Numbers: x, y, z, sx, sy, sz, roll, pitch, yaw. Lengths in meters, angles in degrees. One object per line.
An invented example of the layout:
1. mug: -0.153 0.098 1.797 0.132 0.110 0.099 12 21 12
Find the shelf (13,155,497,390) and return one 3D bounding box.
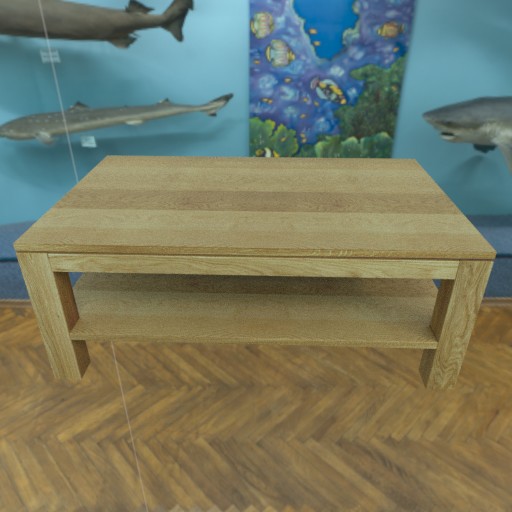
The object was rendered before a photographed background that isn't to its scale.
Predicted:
1. shelf: 0.000 0.000 1.466 1.150 0.450 0.700 1 30 2
